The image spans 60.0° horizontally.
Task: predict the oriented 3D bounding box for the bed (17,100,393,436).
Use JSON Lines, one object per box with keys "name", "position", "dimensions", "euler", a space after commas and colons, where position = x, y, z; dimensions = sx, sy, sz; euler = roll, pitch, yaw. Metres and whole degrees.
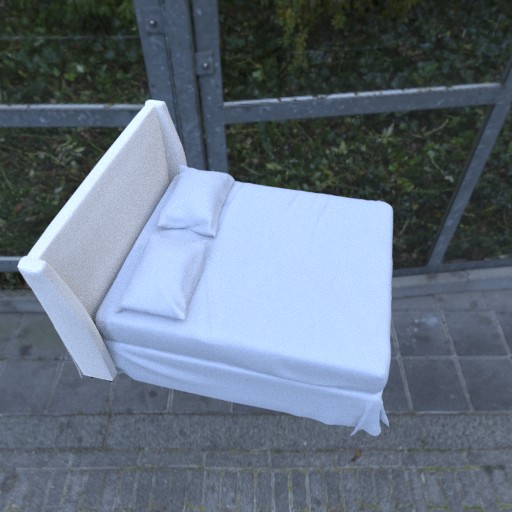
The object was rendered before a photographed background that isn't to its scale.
{"name": "bed", "position": [0.000, 0.000, 3.342], "dimensions": [2.276, 1.332, 1.925], "euler": [9, 48, 9]}
